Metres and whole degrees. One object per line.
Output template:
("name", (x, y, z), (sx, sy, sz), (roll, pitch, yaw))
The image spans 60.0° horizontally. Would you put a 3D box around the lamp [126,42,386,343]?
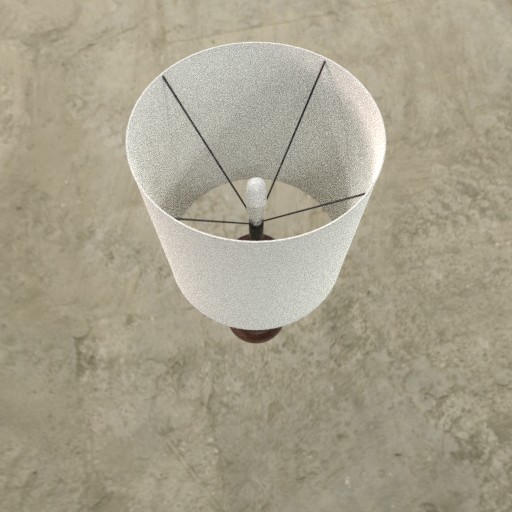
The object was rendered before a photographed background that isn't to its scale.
("lamp", (0.000, 0.000, 0.561), (0.208, 0.455, 0.208), (15, 64, 7))
